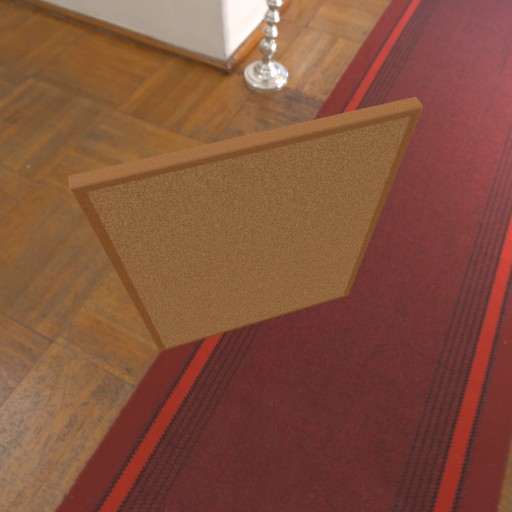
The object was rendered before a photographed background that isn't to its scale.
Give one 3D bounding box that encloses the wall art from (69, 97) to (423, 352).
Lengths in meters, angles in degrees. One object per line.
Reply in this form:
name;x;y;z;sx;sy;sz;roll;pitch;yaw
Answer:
wall art;0.000;0.000;0.782;0.452;0.553;0.022;-15;60;-9
